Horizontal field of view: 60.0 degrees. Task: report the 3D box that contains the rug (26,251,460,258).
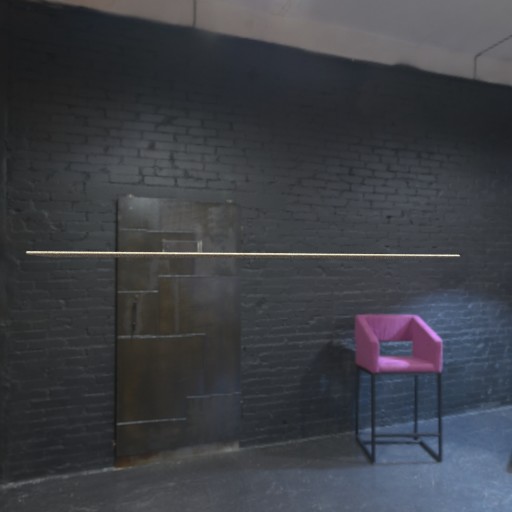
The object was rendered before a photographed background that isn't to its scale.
[{"bbox_3d":[0.000,0.000,2.753,2.450,0.014,0.793,0,-1,-19],"label":"rug"}]
